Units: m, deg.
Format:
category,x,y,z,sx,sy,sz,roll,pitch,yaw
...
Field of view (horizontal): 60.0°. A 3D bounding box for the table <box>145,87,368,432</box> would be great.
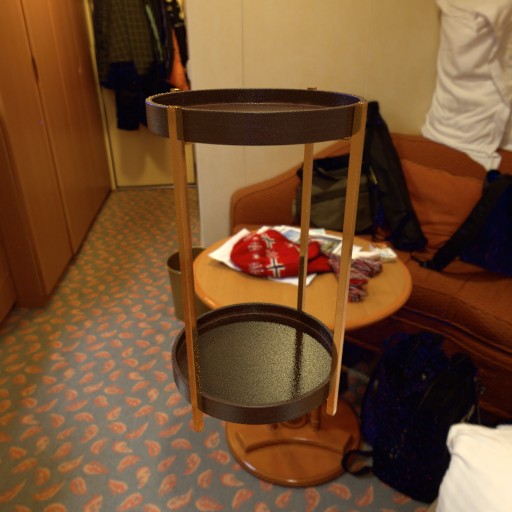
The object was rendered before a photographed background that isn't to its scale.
category,x,y,z,sx,sy,sz,roll,pitch,yaw
table,0.000,0.000,0.888,0.400,0.610,0.400,17,30,32
